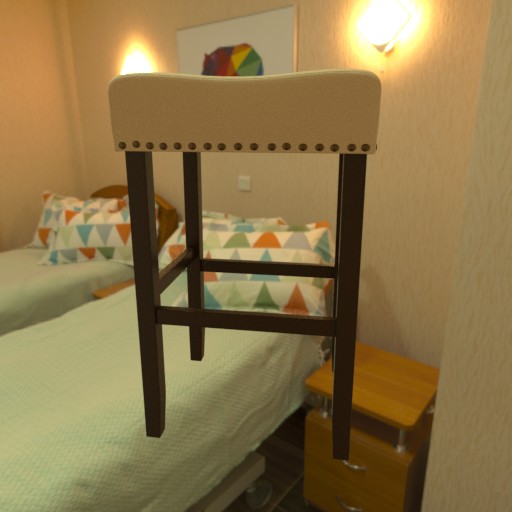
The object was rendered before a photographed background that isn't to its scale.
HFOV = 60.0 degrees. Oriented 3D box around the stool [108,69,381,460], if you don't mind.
[{"bbox_3d":[0.000,0.000,1.025,0.471,0.762,0.401,3,17,9],"label":"stool"}]
